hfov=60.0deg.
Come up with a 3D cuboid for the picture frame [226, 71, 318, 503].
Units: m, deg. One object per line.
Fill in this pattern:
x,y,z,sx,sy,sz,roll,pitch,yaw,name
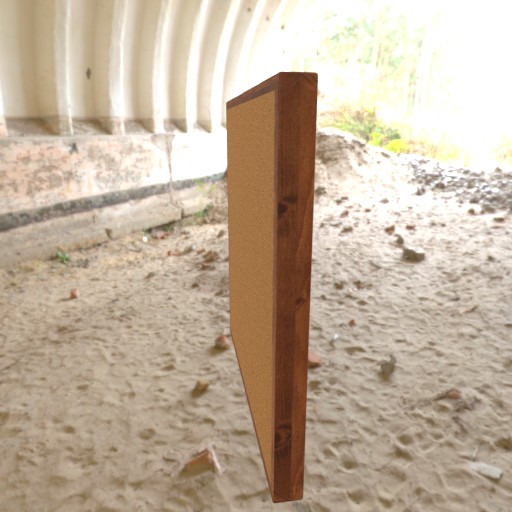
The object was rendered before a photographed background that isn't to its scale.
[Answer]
0.000,0.000,0.512,0.028,0.356,0.352,-3,16,-9,picture frame
